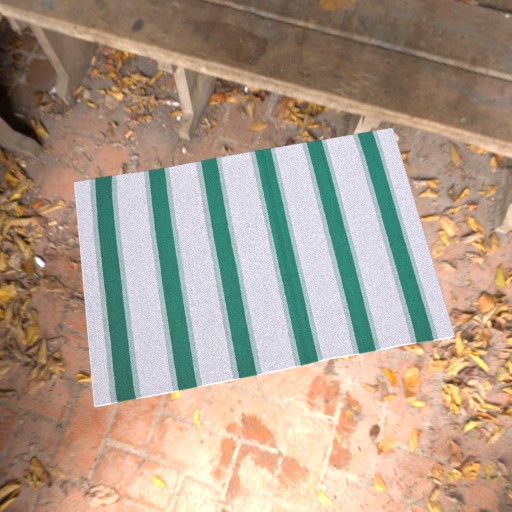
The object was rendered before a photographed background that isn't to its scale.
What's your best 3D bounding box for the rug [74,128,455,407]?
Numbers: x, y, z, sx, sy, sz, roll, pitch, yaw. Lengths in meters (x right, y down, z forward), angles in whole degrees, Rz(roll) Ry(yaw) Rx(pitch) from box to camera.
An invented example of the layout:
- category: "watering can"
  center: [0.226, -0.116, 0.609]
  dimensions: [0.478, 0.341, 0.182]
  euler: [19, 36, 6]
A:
- category: "rug"
  center: [0.000, 0.000, 2.357]
  dimensions: [1.829, 0.012, 1.210]
  euler: [-10, 75, -3]
